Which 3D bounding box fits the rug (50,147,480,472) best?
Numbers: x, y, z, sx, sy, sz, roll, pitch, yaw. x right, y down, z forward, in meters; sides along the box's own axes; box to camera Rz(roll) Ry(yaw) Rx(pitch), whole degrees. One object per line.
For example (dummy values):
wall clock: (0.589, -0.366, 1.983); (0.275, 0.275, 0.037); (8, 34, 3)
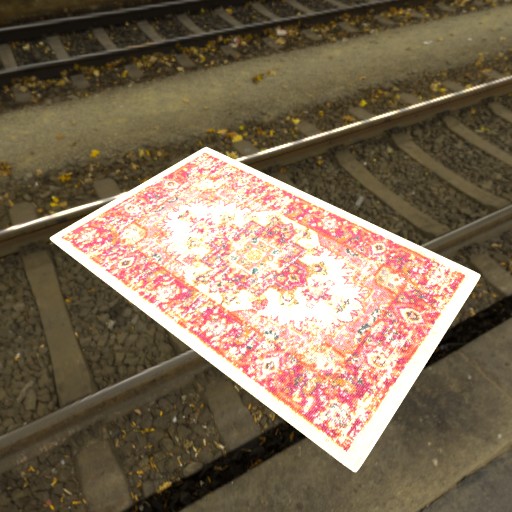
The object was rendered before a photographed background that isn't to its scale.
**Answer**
rug: (0.000, 0.000, 1.049); (0.868, 0.004, 0.556); (30, 52, 27)
